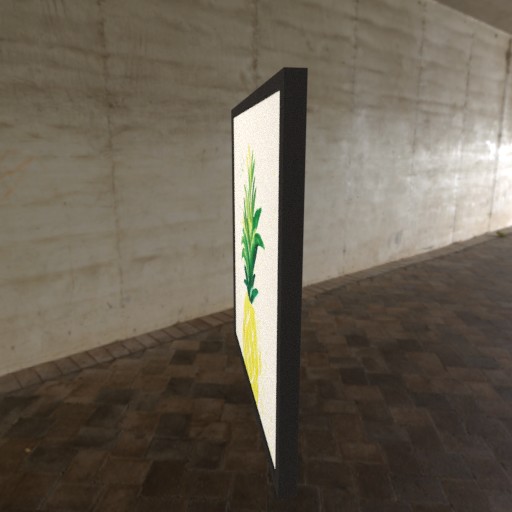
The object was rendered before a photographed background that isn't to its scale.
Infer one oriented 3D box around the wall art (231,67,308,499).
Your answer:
[{"bbox_3d":[0.000,0.000,1.115,0.037,0.760,0.762,-2,14,-9],"label":"wall art"}]
